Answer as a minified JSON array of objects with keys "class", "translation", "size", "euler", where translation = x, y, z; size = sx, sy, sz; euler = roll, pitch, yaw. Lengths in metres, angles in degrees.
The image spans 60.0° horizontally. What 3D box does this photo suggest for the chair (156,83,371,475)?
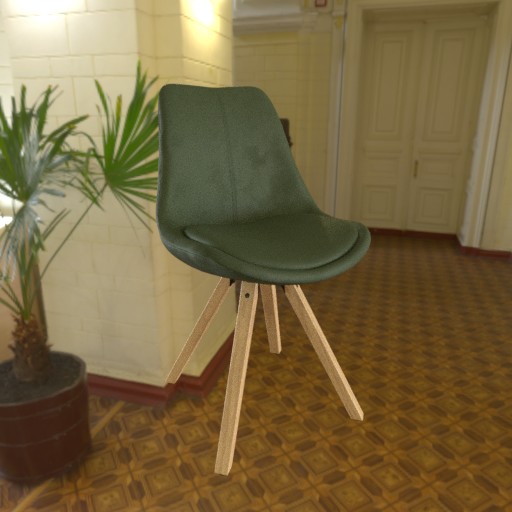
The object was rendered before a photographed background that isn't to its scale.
[{"class":"chair","translation":[0.000,0.000,1.159],"size":[0.483,0.865,0.547],"euler":[-9,19,-27]}]
